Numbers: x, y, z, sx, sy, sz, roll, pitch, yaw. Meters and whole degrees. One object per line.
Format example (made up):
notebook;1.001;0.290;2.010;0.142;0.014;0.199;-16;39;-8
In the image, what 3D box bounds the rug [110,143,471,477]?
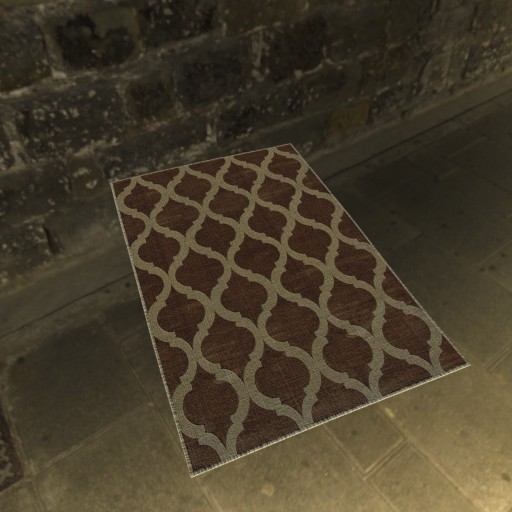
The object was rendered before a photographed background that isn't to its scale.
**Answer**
rug;0.000;0.000;2.856;1.522;0.008;2.284;-16;48;-15
